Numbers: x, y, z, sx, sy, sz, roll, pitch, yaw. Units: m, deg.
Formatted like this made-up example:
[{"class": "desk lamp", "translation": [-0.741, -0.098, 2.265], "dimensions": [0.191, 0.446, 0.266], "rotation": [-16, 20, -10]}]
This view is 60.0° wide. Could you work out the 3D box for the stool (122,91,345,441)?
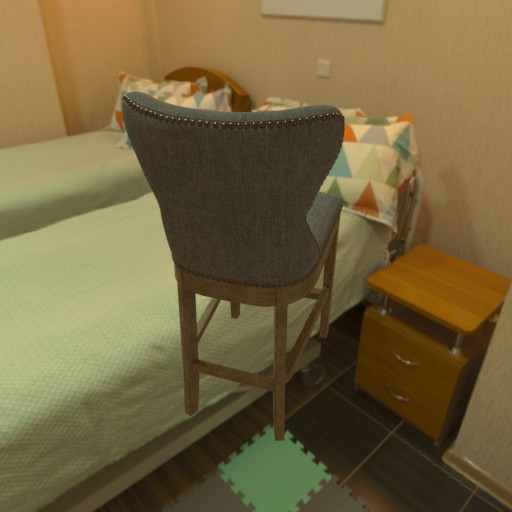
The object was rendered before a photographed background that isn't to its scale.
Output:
[{"class": "stool", "translation": [0.000, 0.000, 1.323], "dimensions": [0.498, 0.981, 0.608], "rotation": [10, 32, 16]}]
